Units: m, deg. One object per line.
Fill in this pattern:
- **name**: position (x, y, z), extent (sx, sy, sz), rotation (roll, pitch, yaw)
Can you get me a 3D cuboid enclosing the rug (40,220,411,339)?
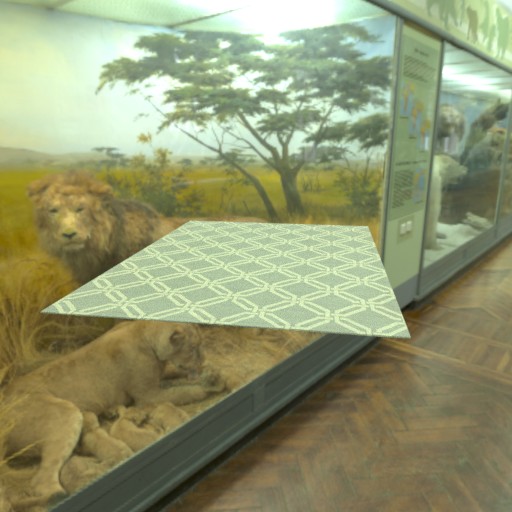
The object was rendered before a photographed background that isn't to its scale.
- **rug**: position (0.000, 0.000, 4.437), extent (2.438, 0.013, 3.353), rotation (3, 16, 9)
